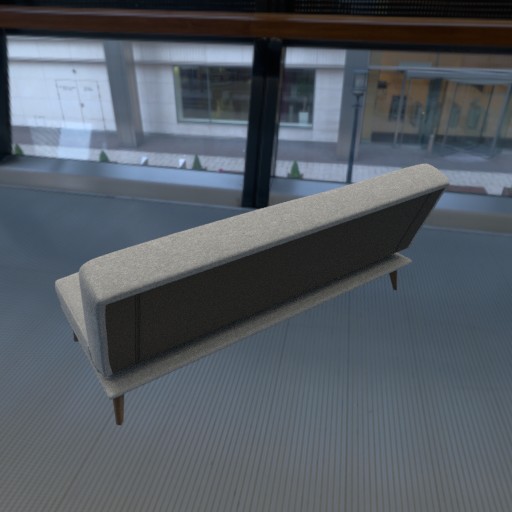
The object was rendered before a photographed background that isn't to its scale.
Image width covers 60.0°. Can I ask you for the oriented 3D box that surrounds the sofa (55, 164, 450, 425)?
[{"bbox_3d":[0.000,0.000,2.245,1.800,0.810,0.860,-19,35,-29],"label":"sofa"}]
